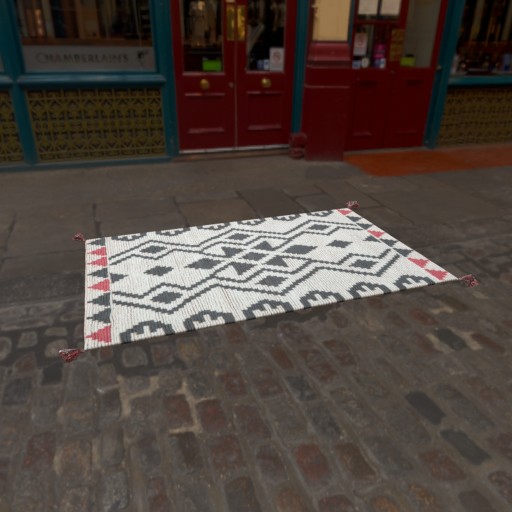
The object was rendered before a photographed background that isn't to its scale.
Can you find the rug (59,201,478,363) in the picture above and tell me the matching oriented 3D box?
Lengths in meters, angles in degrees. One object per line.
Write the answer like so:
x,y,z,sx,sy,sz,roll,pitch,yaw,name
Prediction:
0.000,0.000,3.328,2.672,0.066,1.741,-8,27,-17,rug
